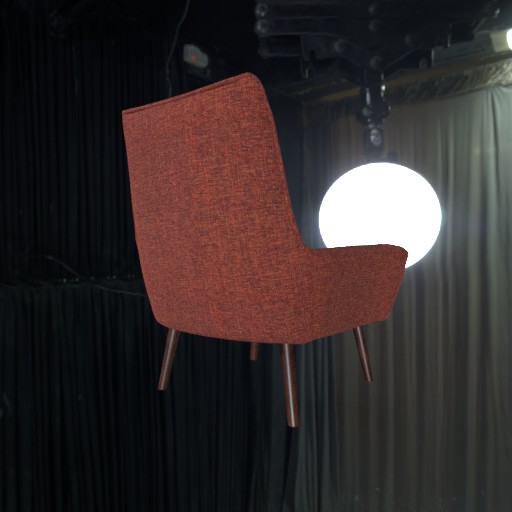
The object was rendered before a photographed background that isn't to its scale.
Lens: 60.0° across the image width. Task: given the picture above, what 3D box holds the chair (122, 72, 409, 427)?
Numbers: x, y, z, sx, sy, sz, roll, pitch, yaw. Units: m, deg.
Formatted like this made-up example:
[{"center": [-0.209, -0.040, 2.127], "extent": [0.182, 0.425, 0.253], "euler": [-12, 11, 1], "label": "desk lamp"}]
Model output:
[{"center": [0.000, 0.000, 1.504], "extent": [0.803, 0.911, 0.784], "euler": [0, 1, 37], "label": "chair"}]
